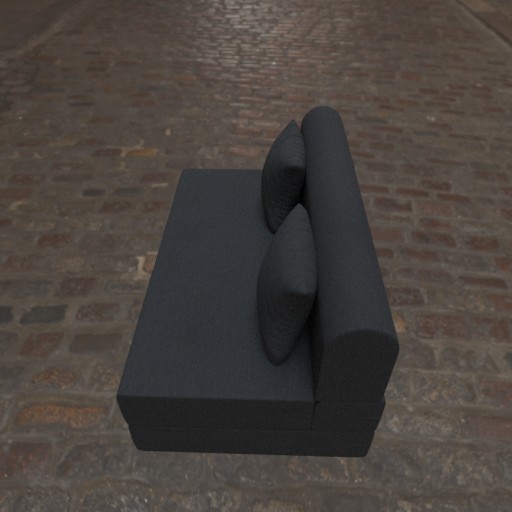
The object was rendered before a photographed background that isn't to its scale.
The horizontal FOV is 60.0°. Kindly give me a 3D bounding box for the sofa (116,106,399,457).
[{"bbox_3d":[0.000,0.000,1.692,0.762,0.670,1.225,1,42,1],"label":"sofa"}]
